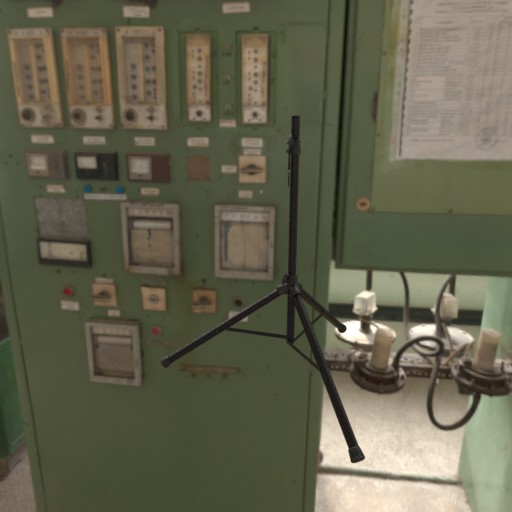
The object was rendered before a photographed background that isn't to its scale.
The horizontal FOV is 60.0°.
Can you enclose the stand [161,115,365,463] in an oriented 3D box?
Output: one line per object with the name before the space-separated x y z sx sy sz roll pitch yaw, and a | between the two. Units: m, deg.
stand | 0.000 0.000 1.880 0.907 1.136 1.045 3 17 9
